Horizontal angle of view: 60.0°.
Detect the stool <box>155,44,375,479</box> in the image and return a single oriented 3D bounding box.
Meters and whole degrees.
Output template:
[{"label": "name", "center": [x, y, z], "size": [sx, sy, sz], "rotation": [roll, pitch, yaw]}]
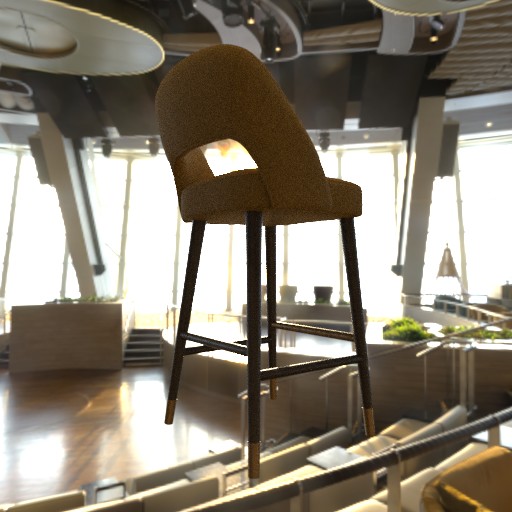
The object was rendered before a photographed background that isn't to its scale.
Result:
[{"label": "stool", "center": [0.000, 0.000, 1.310], "size": [0.522, 1.032, 0.536], "rotation": [1, -1, -37]}]
